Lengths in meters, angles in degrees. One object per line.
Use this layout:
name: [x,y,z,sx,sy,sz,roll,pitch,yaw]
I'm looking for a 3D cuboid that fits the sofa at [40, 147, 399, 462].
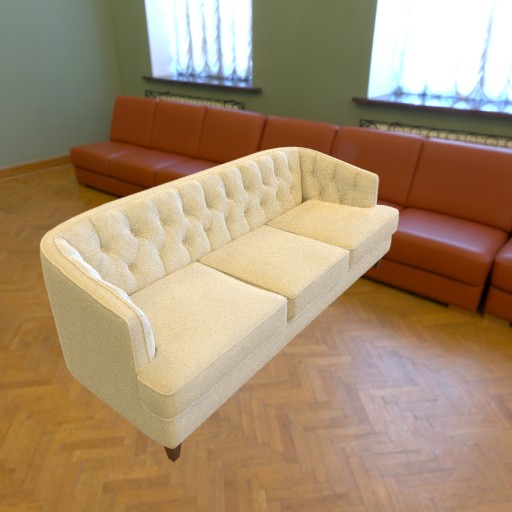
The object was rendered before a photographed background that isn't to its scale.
sofa: [0.000,0.000,2.637,0.941,0.855,2.278,19,33,32]
